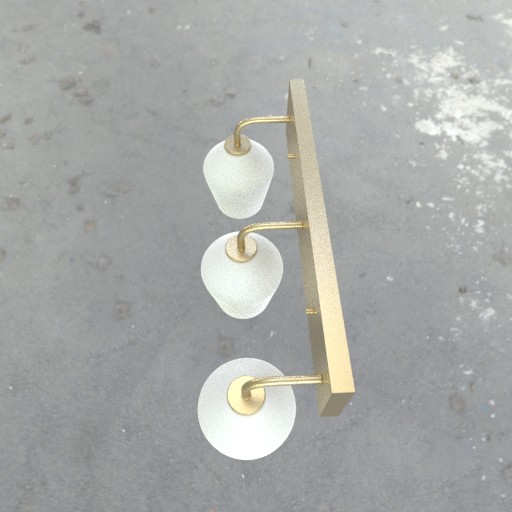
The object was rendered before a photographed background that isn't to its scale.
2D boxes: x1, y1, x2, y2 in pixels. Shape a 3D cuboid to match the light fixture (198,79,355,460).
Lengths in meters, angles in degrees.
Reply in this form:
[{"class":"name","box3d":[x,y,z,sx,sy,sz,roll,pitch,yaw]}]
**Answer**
[{"class":"light fixture","box3d":[0.000,0.000,0.736,0.190,0.280,0.609,-2,58,-1]}]
